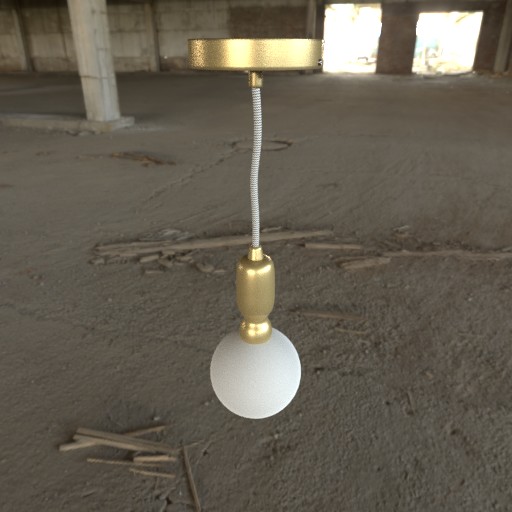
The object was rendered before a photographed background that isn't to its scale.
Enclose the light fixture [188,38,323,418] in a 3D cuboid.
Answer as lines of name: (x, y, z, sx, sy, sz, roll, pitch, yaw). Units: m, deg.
light fixture: (0.000, 0.000, 0.581, 0.147, 0.510, 0.146, 7, 26, 15)
